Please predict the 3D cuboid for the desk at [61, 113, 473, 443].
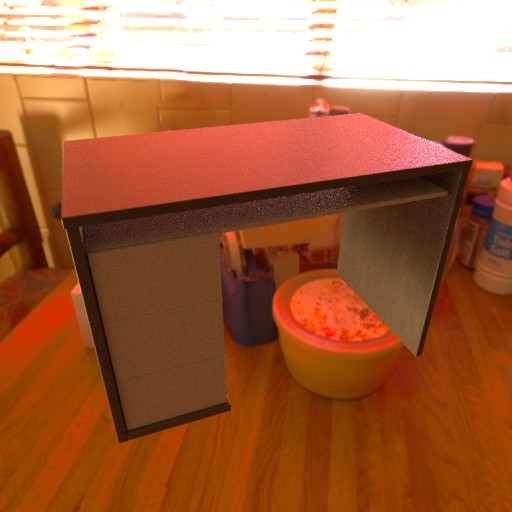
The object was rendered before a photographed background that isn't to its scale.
[{"bbox_3d":[0.000,0.000,1.535,1.100,0.750,0.600,-11,33,-17],"label":"desk"}]
